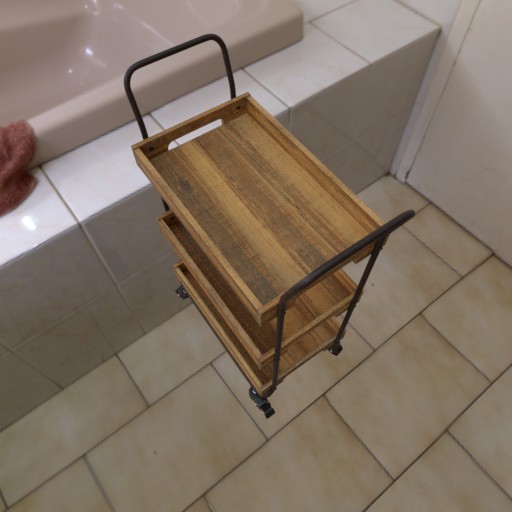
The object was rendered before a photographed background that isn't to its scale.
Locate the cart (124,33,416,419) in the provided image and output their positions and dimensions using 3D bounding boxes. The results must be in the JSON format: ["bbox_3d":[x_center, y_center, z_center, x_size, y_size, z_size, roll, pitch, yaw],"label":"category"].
[{"bbox_3d":[0.000,0.000,1.140,0.339,0.857,0.583,-31,63,-18],"label":"cart"}]
